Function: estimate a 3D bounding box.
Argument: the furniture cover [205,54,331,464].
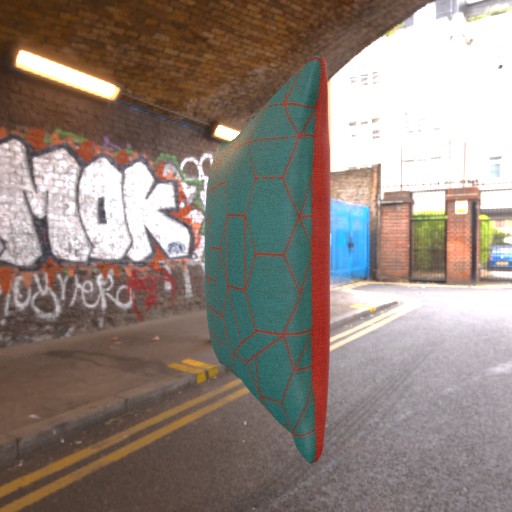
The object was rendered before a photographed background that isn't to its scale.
[{"bbox_3d":[0.000,0.000,0.789,0.158,0.508,0.517,0,1,-18],"label":"furniture cover"}]
